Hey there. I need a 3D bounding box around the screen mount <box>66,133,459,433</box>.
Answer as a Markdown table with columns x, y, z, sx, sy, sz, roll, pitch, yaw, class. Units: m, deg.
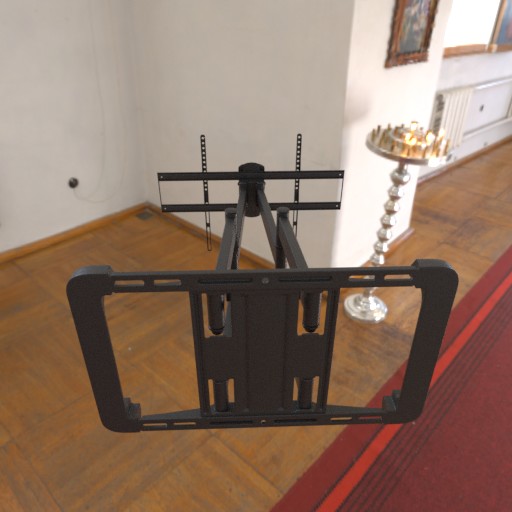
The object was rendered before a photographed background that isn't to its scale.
| x | y | z | sx | sy | sz | roll | pitch | yaw | class |
| --- | --- | --- | --- | --- | --- | --- | --- | --- | --- |
| 0.000 | 0.000 | 1.307 | 0.725 | 0.483 | 0.905 | -1 | 31 | -2 | screen mount |
